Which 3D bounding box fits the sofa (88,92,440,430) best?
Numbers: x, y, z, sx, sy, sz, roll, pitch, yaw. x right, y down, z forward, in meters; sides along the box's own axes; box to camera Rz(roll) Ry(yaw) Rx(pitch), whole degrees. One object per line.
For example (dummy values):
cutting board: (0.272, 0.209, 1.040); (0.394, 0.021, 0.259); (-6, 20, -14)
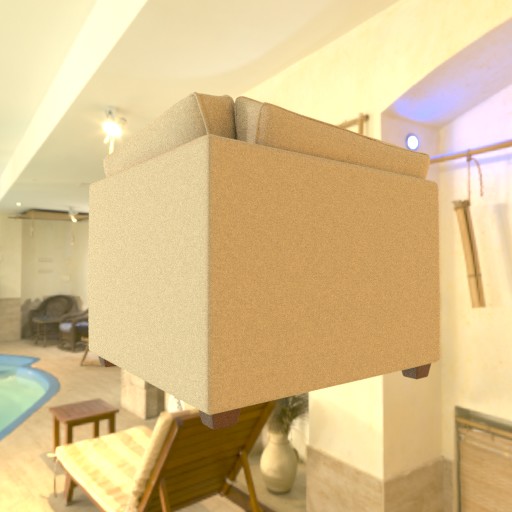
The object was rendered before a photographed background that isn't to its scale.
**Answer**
sofa: (0.000, 0.000, 1.797); (1.050, 0.937, 1.042); (1, -2, -36)
